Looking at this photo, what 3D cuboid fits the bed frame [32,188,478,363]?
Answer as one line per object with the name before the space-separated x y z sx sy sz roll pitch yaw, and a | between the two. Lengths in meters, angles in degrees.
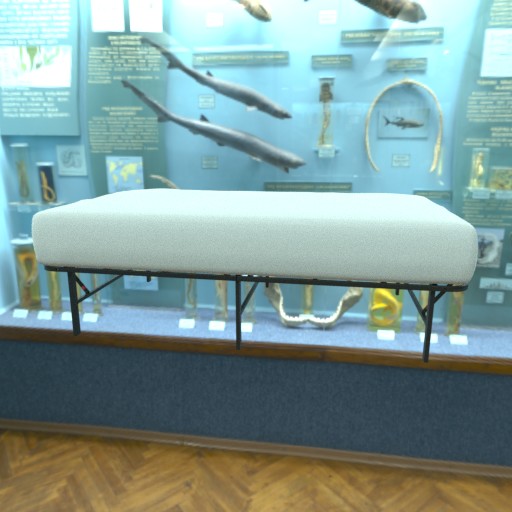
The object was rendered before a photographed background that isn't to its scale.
bed frame | 0.000 0.000 2.363 1.908 0.640 1.025 2 14 9
